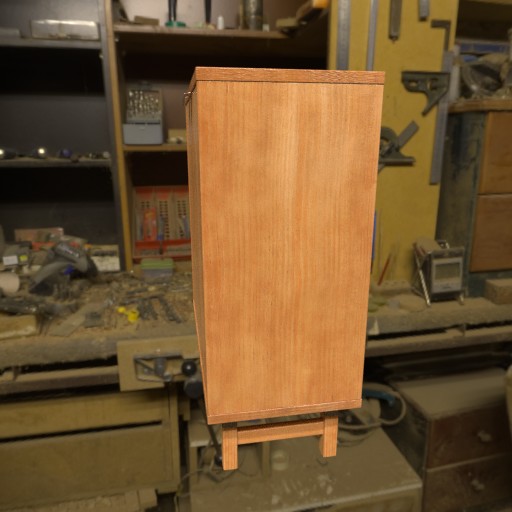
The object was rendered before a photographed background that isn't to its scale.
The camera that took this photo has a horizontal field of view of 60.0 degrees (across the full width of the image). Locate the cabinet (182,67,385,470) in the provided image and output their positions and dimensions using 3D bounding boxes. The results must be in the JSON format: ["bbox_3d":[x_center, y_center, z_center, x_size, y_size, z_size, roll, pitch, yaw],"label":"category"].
[{"bbox_3d":[0.000,0.000,1.409,0.419,1.001,0.800,-3,16,-10],"label":"cabinet"}]
